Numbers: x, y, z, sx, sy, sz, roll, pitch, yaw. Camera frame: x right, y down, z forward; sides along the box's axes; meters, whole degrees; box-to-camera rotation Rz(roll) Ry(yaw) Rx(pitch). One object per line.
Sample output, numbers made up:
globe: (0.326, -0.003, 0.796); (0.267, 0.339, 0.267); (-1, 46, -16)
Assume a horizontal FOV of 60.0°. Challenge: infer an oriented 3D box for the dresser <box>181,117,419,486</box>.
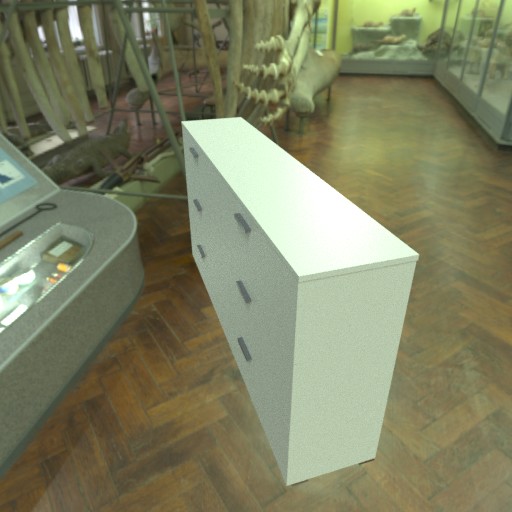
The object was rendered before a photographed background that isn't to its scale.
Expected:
dresser: (0.000, 0.000, 1.861); (0.333, 0.790, 1.535); (-9, 31, -16)
